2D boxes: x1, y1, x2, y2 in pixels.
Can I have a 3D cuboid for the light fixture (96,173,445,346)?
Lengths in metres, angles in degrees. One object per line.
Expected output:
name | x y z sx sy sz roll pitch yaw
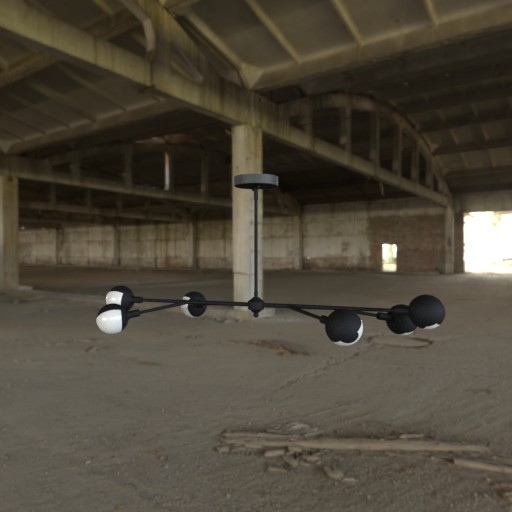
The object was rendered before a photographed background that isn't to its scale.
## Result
light fixture | 0.000 0.000 1.022 0.778 0.362 0.434 0 1 34
